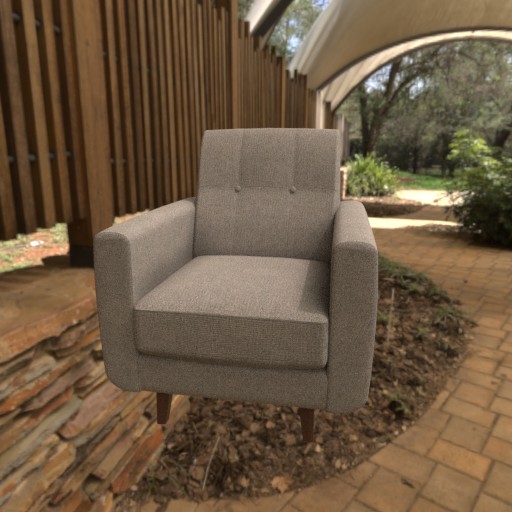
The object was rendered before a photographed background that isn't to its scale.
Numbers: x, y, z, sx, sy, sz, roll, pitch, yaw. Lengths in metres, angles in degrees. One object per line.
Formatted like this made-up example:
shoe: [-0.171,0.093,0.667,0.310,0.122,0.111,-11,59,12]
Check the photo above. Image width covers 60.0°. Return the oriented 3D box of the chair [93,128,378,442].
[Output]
chair: [0.000,0.000,1.702,0.845,0.968,0.942,3,14,10]
